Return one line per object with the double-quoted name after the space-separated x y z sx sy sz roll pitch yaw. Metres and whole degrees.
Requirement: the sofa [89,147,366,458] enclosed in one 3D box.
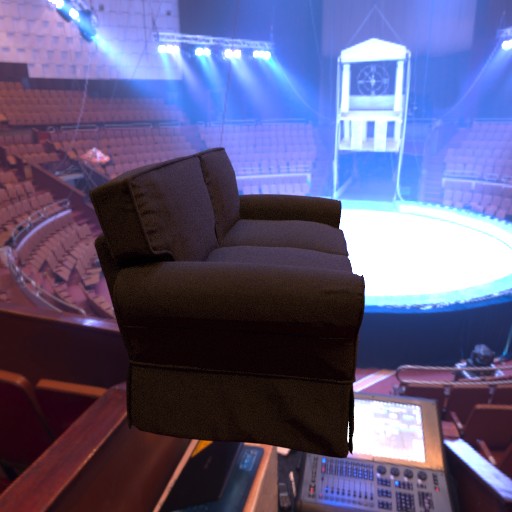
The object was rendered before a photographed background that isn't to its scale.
0.000 0.000 2.345 0.997 1.059 1.801 2 17 7 "sofa"
